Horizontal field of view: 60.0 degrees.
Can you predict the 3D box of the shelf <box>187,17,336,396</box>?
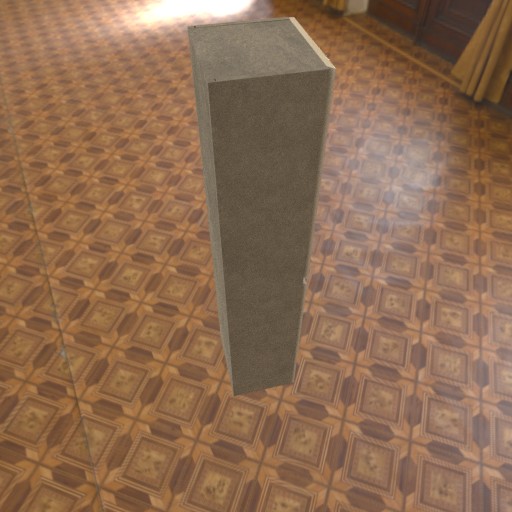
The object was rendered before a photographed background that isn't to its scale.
[{"bbox_3d":[0.000,0.000,1.514,0.270,1.400,0.300,-10,48,-9],"label":"shelf"}]
